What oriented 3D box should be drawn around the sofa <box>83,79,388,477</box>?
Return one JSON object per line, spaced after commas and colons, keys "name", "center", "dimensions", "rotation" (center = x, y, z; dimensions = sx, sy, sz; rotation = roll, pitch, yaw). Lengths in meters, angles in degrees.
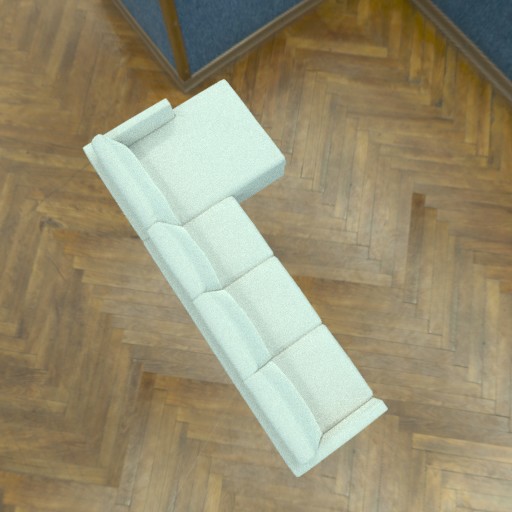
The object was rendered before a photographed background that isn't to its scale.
{"name": "sofa", "center": [0.000, 0.000, 4.173], "dimensions": [1.606, 0.954, 3.471], "rotation": [-34, 79, -7]}
